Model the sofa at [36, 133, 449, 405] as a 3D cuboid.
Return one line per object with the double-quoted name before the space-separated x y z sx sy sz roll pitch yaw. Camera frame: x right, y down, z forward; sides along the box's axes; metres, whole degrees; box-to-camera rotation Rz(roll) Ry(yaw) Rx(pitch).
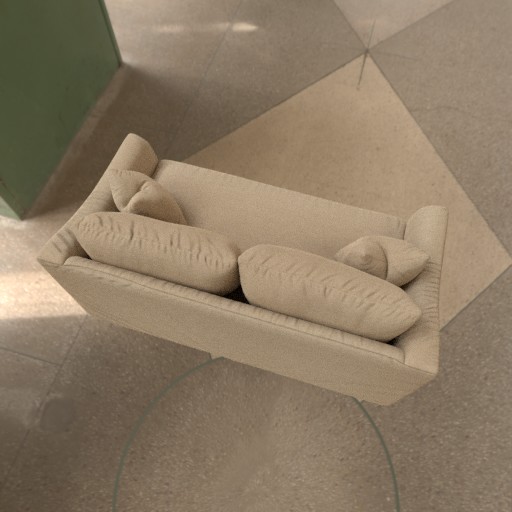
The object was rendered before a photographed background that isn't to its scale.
"sofa" 0.000 0.000 2.614 2.010 1.018 1.072 15 63 8
